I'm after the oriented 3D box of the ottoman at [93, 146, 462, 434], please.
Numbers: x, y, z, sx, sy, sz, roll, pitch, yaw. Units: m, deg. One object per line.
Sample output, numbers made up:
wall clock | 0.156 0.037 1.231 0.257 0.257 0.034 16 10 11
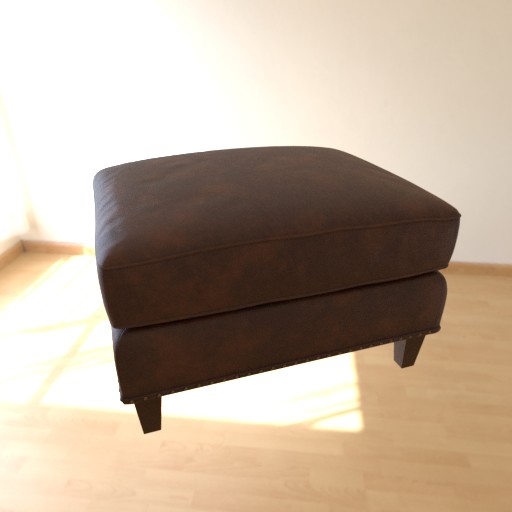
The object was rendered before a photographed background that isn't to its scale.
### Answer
ottoman | 0.000 0.000 1.134 0.742 0.486 0.586 -9 28 -17
